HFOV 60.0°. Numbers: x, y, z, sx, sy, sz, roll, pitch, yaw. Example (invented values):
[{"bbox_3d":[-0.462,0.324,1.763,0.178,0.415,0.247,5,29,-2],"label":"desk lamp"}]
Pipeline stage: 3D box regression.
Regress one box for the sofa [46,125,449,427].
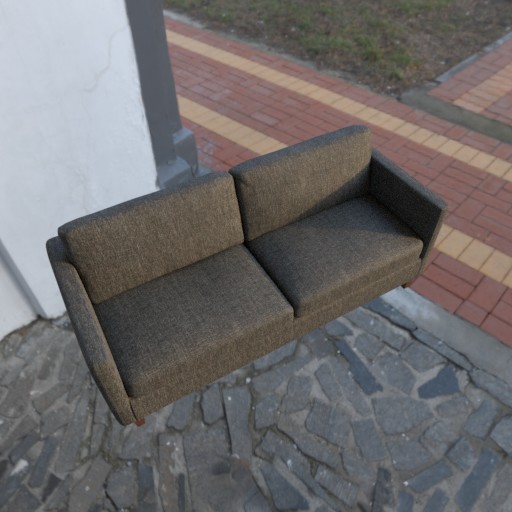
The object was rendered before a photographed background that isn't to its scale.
[{"bbox_3d":[0.000,0.000,2.752,2.208,0.960,0.948,-23,51,-20],"label":"sofa"}]
